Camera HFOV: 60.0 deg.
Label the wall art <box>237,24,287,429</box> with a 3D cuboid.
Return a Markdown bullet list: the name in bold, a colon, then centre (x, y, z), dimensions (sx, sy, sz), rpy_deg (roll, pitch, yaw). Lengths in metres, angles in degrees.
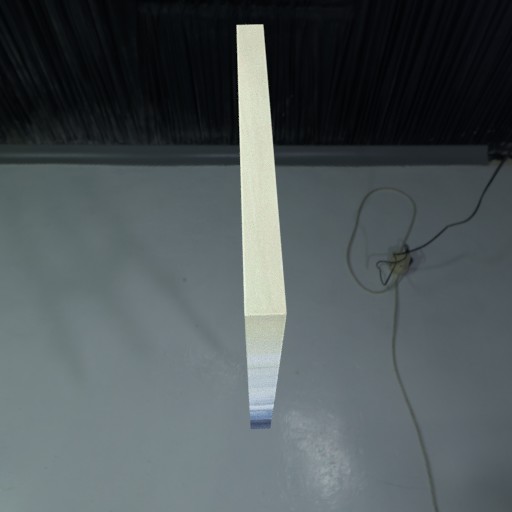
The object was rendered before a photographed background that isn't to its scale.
- **wall art**: centre (0.000, 0.000, 0.715), dimensions (0.037, 0.511, 0.435), rpy_deg (-2, 58, -1)
